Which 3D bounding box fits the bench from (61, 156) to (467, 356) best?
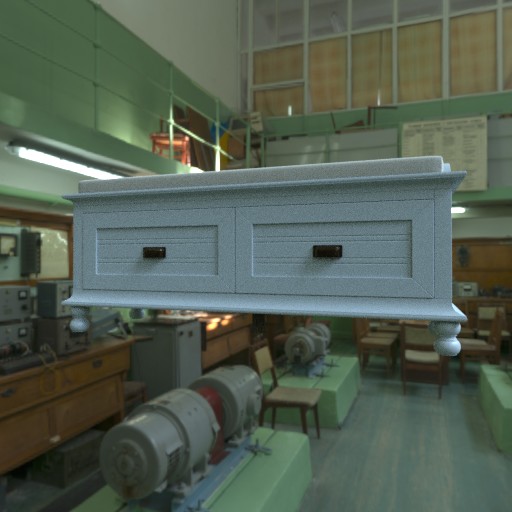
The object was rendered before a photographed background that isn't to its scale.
[{"bbox_3d":[0.000,0.000,1.422,1.185,0.486,0.402,0,-1,19],"label":"bench"}]
